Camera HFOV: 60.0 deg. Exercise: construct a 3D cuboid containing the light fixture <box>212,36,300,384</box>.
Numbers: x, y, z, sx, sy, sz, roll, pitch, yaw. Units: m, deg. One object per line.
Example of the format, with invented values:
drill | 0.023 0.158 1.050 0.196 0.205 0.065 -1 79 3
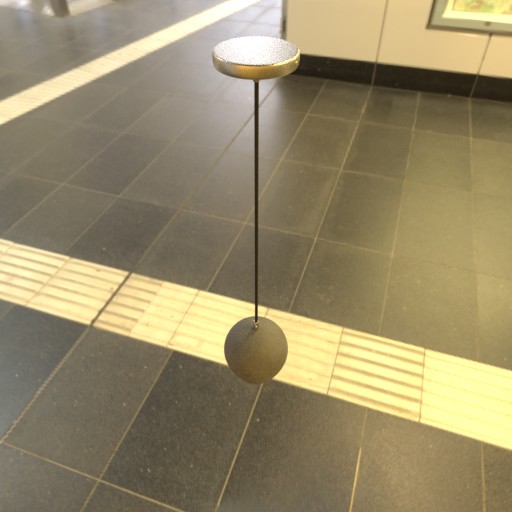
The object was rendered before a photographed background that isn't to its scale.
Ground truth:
light fixture | 0.000 0.000 0.858 0.153 0.760 0.153 -1 43 -1
